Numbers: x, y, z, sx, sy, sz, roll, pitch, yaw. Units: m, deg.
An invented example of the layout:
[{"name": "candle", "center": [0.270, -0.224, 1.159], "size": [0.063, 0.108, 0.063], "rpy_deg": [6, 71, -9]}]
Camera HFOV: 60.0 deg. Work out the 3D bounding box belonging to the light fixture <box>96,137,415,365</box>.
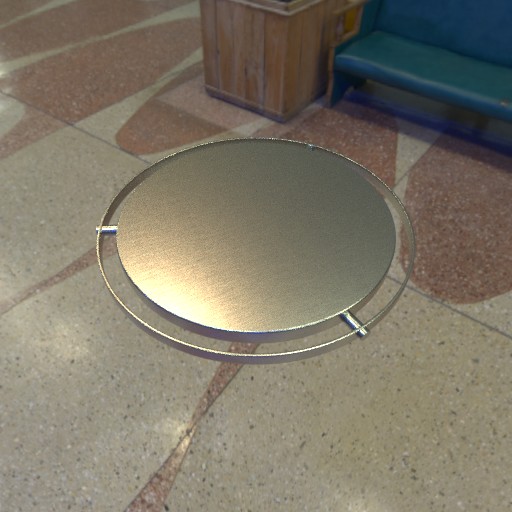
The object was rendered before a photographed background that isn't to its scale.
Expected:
[{"name": "light fixture", "center": [0.000, 0.000, 0.560], "size": [0.361, 0.130, 0.361], "rpy_deg": [0, 46, 0]}]
